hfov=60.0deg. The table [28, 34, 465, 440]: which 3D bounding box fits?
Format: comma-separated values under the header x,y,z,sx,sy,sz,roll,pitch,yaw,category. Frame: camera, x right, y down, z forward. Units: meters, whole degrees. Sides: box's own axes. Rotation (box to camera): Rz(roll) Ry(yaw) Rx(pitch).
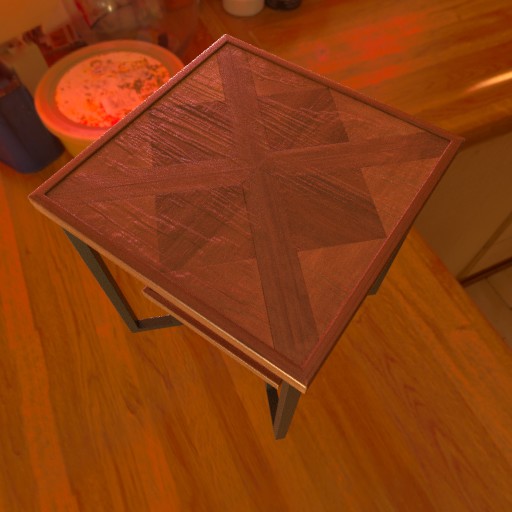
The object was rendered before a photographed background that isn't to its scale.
x,y,z,sx,sy,sz,roll,pitch,yaw,category
0.000,0.000,0.949,0.503,0.563,0.503,31,64,17,table
